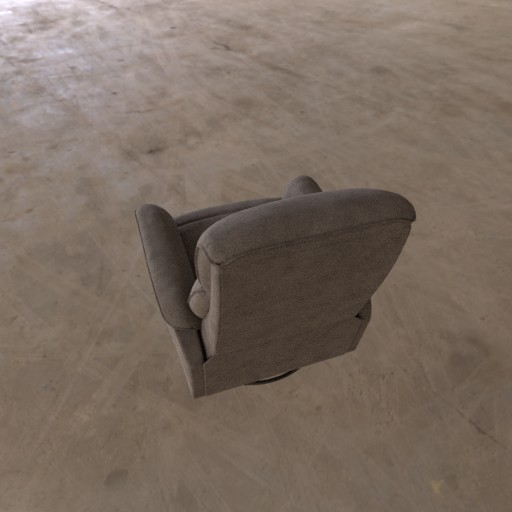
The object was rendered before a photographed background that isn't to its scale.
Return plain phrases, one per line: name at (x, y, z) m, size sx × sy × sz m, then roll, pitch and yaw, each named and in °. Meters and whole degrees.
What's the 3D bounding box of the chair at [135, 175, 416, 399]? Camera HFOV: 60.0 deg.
chair at (0.000, 0.000, 1.745) m, size 0.830 × 1.036 × 1.009 m, roll -13°, pitch 43°, yaw -14°
